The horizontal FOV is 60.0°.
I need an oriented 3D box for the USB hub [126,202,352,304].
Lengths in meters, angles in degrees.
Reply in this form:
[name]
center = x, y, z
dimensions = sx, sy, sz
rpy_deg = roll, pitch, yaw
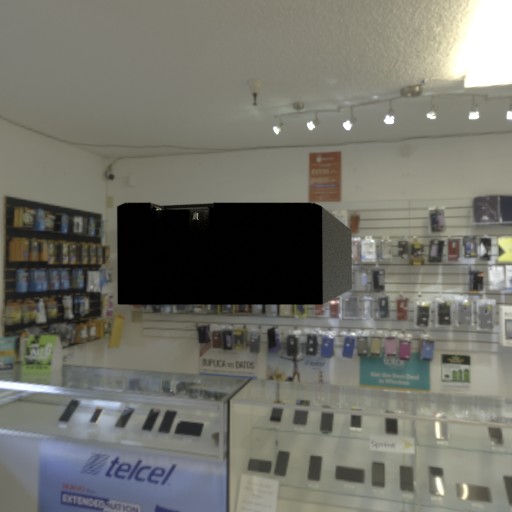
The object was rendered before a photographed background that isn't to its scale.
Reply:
[USB hub]
center = 0.000, 0.000, 0.126
dimensions = 0.044, 0.023, 0.110
rpy_deg = 0, -1, 17
